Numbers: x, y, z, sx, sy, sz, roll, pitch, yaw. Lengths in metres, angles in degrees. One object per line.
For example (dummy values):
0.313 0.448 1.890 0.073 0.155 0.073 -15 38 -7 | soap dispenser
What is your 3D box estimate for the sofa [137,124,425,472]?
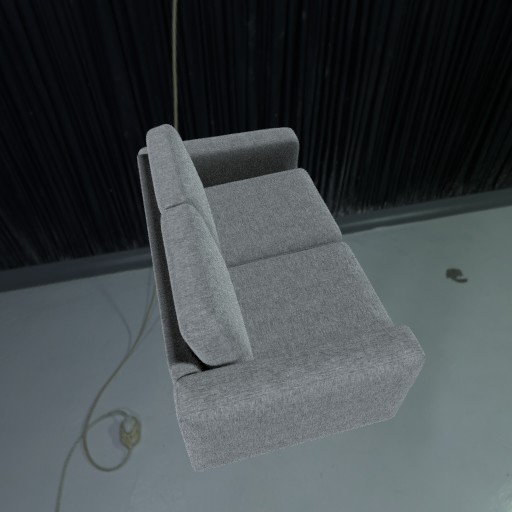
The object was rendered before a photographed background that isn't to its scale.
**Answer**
0.000 0.000 2.032 0.900 0.800 1.520 -11 48 -10 | sofa
